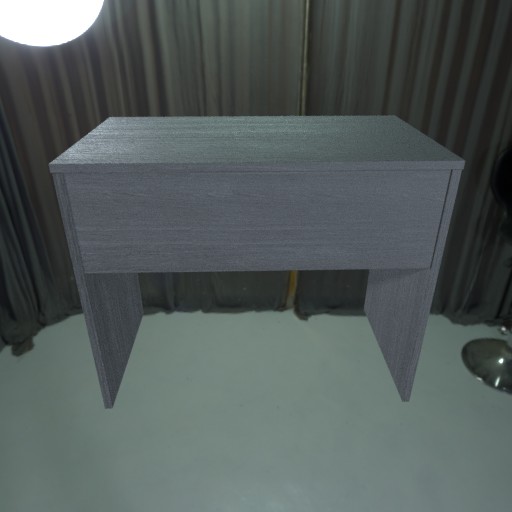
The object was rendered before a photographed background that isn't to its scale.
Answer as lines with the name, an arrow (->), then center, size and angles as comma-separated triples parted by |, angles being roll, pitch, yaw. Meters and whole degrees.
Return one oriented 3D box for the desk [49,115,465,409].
desk -> 0.000, 0.000, 1.339 | 0.893, 0.724, 0.498 | -1, 28, -1
